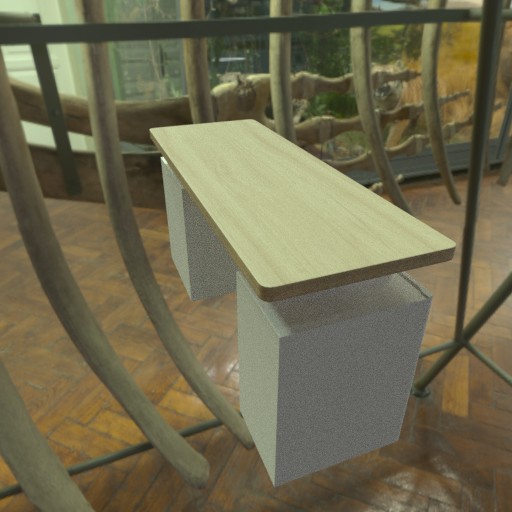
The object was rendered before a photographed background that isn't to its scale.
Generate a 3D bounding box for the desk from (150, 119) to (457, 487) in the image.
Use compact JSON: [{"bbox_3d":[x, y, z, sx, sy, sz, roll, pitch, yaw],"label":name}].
[{"bbox_3d":[0.000,0.000,1.848,0.550,0.755,1.500,-11,32,-18],"label":"desk"}]
